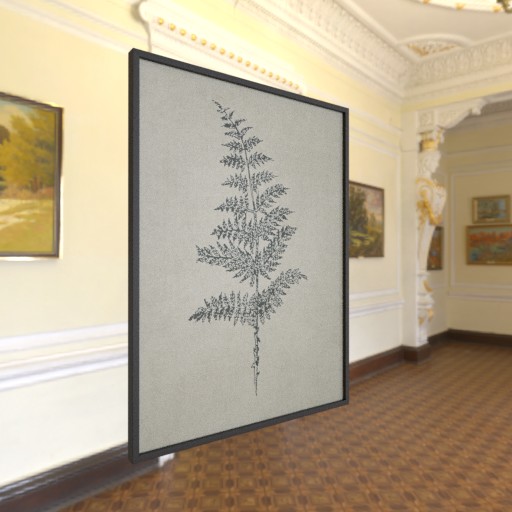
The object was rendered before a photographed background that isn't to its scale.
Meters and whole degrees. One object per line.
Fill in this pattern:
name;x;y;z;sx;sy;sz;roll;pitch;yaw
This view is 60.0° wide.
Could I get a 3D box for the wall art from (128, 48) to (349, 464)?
wall art;0.000;0.000;1.385;0.802;1.070;0.036;0;0;-36
